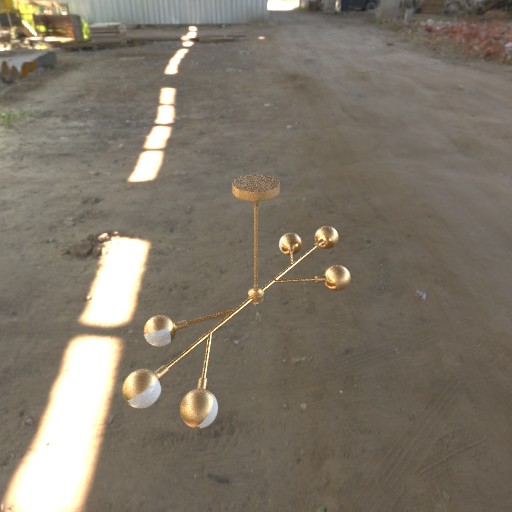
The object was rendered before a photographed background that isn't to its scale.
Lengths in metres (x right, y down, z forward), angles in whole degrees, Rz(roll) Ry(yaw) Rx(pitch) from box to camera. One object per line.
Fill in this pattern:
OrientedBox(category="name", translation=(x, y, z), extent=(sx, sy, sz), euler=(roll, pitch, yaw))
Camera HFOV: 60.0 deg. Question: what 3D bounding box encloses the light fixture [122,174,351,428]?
OrientedBox(category="light fixture", translation=(0.000, 0.000, 1.034), extent=(0.778, 0.362, 0.434), euler=(-22, 37, -32))
